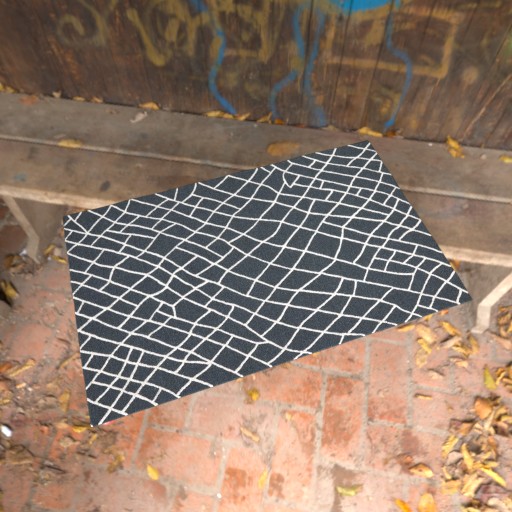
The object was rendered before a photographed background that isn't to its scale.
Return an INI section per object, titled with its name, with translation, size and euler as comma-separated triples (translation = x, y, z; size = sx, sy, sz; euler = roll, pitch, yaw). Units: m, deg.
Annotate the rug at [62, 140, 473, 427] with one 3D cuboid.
[rug]
translation = 0.000, 0.000, 3.033
size = 2.448, 0.017, 1.529
euler = -16, 60, -10
